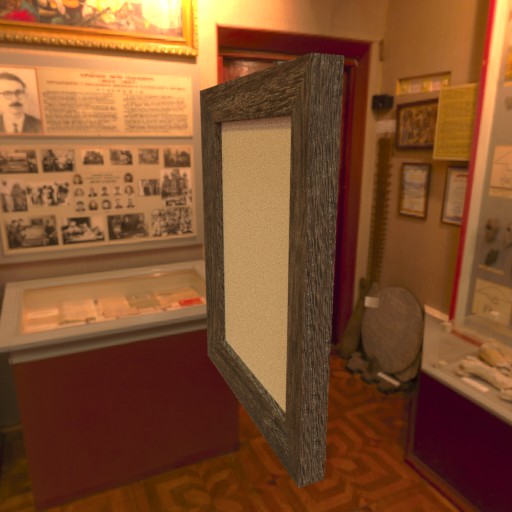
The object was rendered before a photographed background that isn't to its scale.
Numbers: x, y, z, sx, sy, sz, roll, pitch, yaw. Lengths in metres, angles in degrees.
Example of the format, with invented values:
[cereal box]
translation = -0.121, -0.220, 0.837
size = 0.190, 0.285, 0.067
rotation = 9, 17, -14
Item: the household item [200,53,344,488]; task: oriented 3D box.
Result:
[household item]
translation = 0.000, 0.000, 0.280
size = 0.020, 0.210, 0.160
rotation = -6, 16, -22
